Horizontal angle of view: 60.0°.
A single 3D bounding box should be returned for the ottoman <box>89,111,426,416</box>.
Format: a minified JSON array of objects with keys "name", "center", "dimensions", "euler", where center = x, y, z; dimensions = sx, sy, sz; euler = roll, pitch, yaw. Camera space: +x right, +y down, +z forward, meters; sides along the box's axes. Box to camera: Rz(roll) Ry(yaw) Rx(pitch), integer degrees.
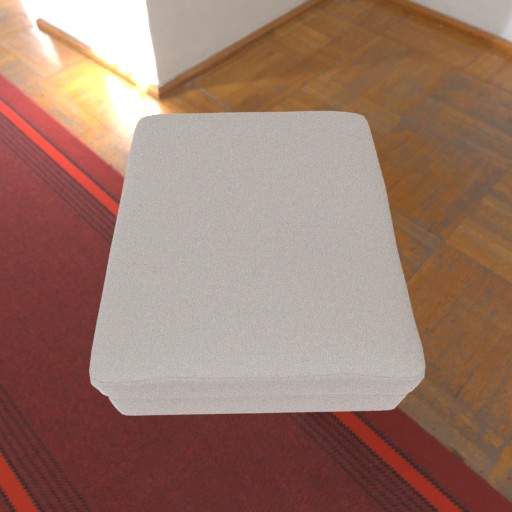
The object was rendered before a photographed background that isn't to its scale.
[{"name":"ottoman","center":[0.000,0.000,1.473],"dimensions":[0.836,0.492,0.976],"euler":[-1,57,-1]}]
